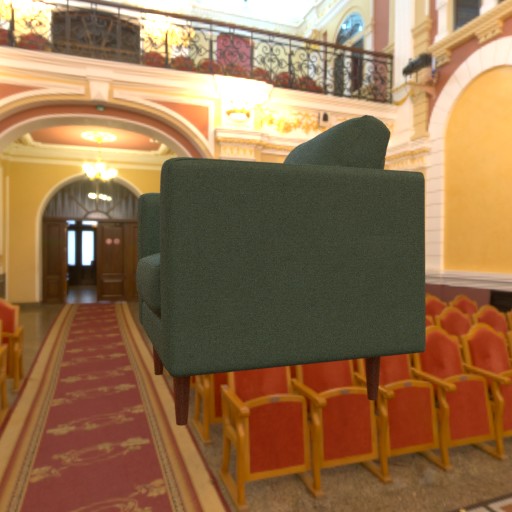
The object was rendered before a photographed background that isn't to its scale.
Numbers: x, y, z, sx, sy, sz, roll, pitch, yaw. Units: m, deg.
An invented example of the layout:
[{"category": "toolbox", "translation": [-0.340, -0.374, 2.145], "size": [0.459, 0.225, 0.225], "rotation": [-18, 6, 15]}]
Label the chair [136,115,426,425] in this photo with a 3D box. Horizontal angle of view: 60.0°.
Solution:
[{"category": "chair", "translation": [0.000, 0.000, 1.580], "size": [0.800, 0.927, 0.855], "rotation": [0, 1, -19]}]
